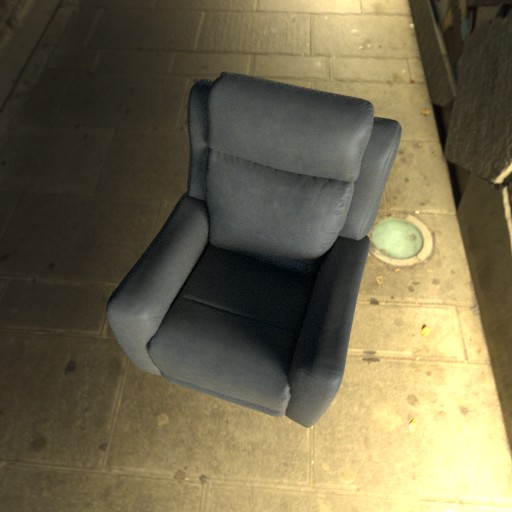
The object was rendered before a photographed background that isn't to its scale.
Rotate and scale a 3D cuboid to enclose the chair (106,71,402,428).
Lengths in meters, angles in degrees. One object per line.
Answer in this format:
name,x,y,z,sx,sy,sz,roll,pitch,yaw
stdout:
chair,0.000,0.000,1.949,0.965,1.116,1.068,16,60,10
